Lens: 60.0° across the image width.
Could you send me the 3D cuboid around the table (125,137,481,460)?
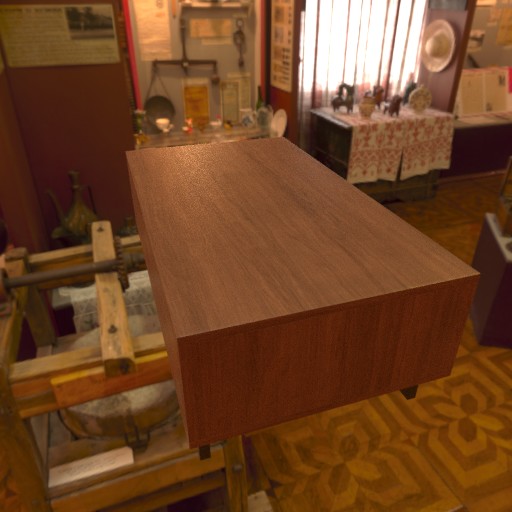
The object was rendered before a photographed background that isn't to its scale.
[{"bbox_3d":[0.000,0.000,1.277,0.600,0.380,1.020,-10,31,-16],"label":"table"}]
